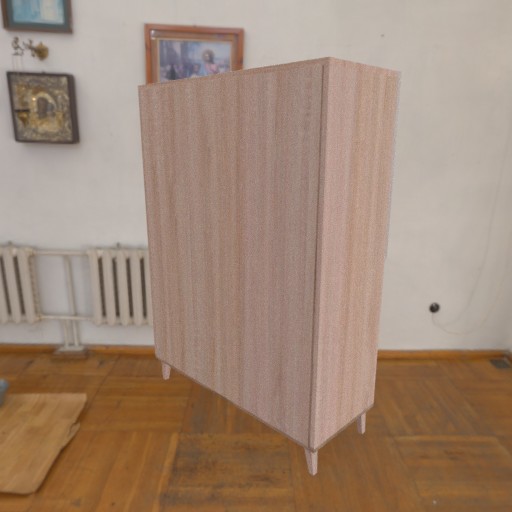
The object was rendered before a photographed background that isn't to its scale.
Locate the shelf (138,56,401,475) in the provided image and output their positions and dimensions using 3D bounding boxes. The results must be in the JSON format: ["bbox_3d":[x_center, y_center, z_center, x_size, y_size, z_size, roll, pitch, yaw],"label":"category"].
[{"bbox_3d":[0.000,0.000,1.884,0.995,1.405,0.434,14,21,43],"label":"shelf"}]
